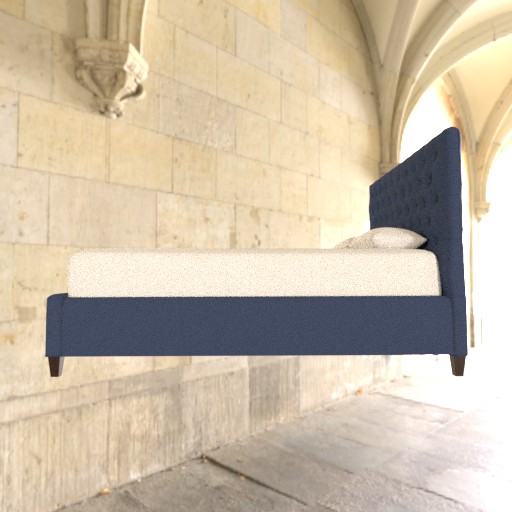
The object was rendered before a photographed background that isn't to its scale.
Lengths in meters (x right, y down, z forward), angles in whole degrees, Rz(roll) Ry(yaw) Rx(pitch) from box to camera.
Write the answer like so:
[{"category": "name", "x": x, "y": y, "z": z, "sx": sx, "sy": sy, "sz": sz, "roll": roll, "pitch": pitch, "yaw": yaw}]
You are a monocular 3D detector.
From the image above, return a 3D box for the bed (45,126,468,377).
[{"category": "bed", "x": 0.000, "y": 0.000, "z": 3.342, "sx": 2.387, "sy": 1.427, "sz": 1.706, "roll": 0, "pitch": -2, "yaw": 0}]
